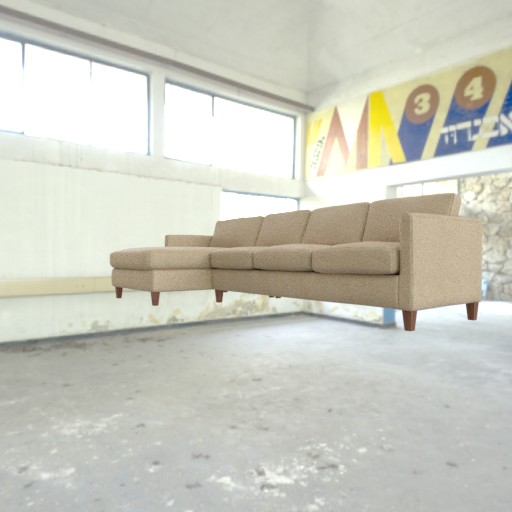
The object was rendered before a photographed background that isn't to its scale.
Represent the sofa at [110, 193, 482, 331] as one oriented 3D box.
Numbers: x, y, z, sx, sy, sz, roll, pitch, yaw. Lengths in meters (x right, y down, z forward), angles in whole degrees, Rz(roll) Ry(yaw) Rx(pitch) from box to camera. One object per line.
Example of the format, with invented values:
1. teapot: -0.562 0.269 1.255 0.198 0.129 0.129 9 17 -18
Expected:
1. sofa: 0.000 0.000 3.825 1.502 0.876 3.201 0 0 -37
